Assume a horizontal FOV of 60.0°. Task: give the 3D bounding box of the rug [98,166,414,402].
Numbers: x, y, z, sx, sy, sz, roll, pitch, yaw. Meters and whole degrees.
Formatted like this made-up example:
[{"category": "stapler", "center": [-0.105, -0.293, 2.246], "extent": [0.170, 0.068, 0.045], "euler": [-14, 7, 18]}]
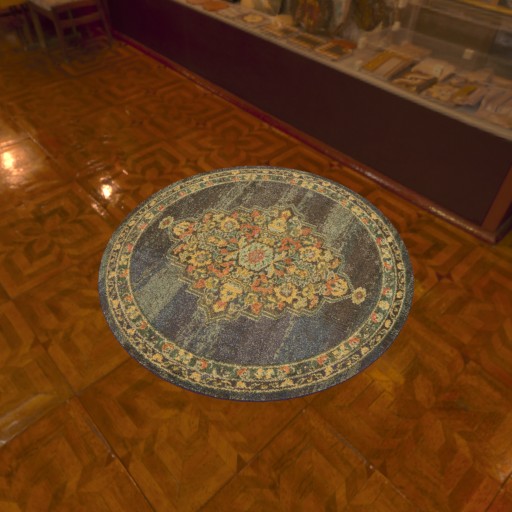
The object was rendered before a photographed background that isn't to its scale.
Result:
[{"category": "rug", "center": [0.000, 0.000, 2.299], "extent": [1.591, 0.010, 1.591], "euler": [0, 46, 0]}]
